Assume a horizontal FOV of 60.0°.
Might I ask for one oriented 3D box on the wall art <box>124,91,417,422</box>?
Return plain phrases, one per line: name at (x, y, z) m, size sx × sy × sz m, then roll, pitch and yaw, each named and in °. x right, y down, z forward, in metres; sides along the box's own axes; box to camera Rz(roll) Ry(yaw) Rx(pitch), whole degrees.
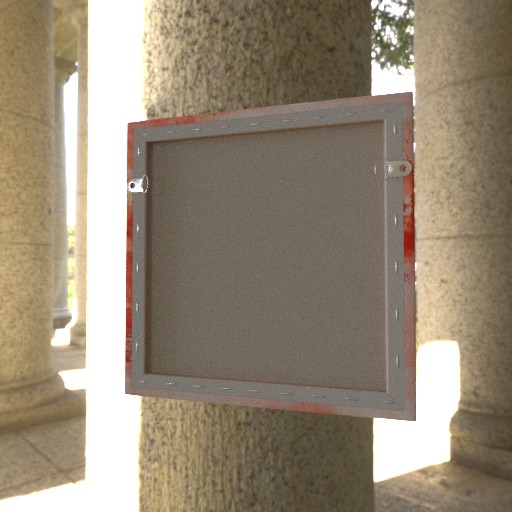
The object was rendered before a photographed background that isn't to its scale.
wall art at (0.000, 0.000, 1.298) m, size 0.878 × 0.878 × 0.066 m, roll -1°, pitch -2°, yaw 17°
